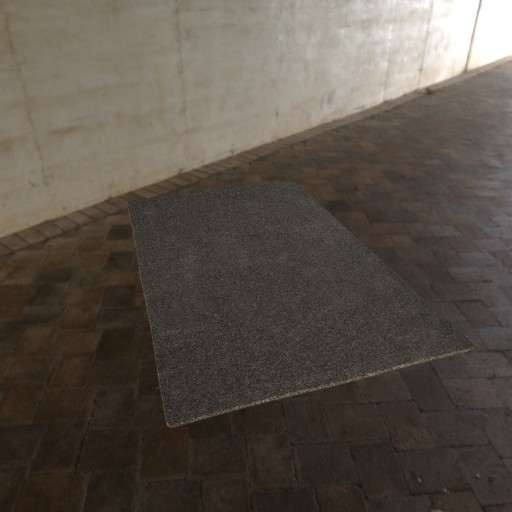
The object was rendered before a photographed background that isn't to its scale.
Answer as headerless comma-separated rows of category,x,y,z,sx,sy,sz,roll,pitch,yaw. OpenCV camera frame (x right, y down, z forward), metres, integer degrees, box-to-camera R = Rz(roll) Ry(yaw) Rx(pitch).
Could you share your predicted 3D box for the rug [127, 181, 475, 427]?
rug,0.000,0.000,2.928,1.502,0.025,2.350,-9,32,-15
